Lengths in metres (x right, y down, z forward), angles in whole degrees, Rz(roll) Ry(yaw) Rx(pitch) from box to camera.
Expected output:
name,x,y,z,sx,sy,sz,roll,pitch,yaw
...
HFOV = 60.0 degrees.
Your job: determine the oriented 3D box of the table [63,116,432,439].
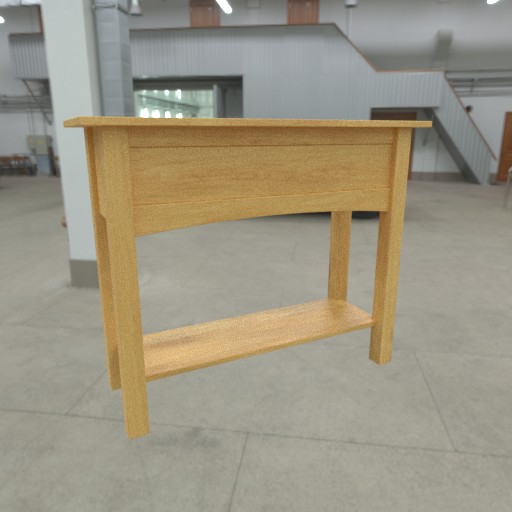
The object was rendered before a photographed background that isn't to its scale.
name,x,y,z,sx,sy,sz,roll,pitch,yaw
table,0.000,0.000,1.246,0.900,0.728,0.340,-8,17,-26
